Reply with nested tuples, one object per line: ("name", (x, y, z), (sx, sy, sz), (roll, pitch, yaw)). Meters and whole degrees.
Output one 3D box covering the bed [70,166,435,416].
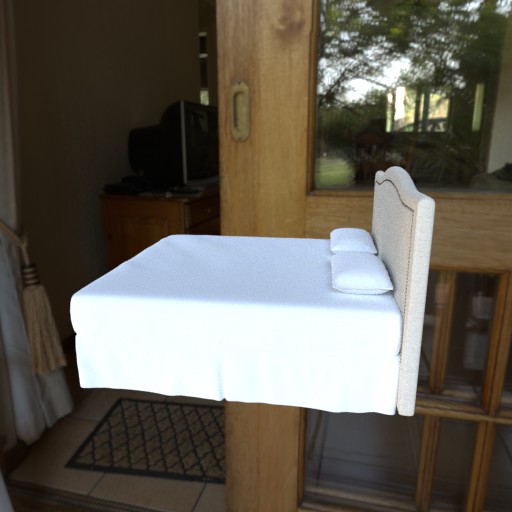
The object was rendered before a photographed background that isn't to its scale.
("bed", (0.000, 0.000, 3.549), (2.182, 1.421, 2.083), (2, 15, 8))
